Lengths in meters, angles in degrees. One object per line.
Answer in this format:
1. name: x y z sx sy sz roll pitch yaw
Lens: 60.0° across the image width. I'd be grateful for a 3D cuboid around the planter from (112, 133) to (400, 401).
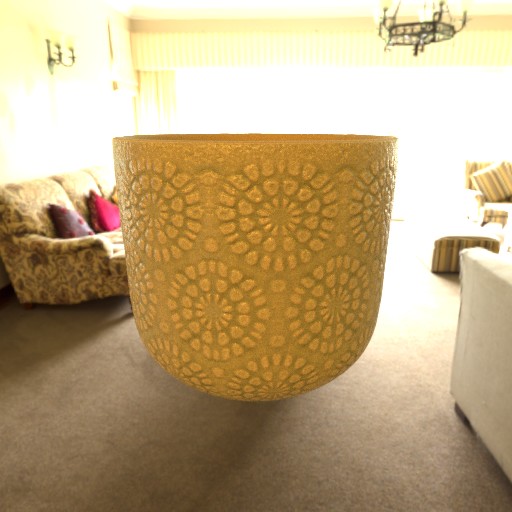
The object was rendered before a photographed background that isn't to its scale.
1. planter: 0.000 0.000 0.293 0.169 0.153 0.169 0 17 0
